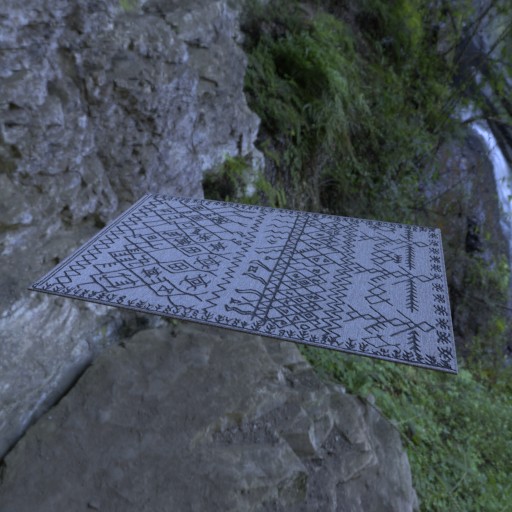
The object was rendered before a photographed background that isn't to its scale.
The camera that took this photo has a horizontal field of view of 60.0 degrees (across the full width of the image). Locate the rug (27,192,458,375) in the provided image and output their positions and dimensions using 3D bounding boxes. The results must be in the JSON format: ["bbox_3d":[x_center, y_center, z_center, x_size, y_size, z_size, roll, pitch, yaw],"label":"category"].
[{"bbox_3d":[0.000,0.000,3.015,2.444,0.012,1.526,9,33,14],"label":"rug"}]
